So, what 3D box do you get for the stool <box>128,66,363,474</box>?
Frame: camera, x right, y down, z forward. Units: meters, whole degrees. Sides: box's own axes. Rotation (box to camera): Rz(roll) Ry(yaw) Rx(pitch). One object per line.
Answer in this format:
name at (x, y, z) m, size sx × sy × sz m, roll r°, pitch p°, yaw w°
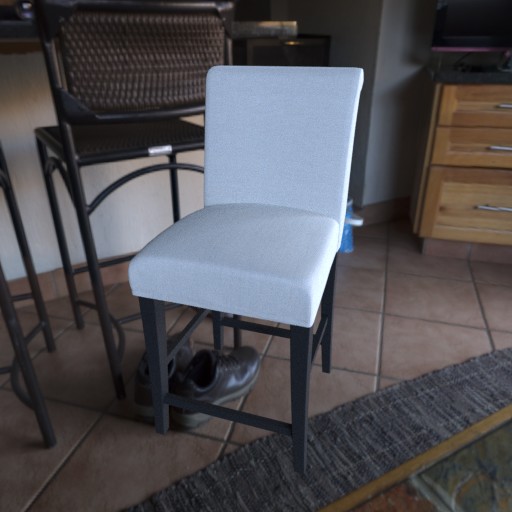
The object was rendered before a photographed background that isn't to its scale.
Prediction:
stool at (0.000, 0.000, 1.265) m, size 0.452 × 0.976 × 0.597 m, roll 8°, pitch 27°, yaw 17°
